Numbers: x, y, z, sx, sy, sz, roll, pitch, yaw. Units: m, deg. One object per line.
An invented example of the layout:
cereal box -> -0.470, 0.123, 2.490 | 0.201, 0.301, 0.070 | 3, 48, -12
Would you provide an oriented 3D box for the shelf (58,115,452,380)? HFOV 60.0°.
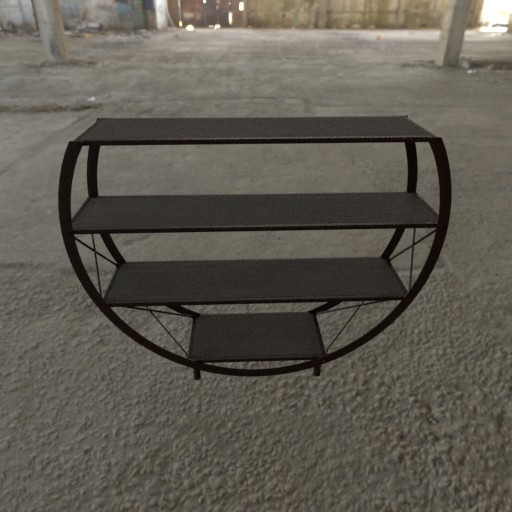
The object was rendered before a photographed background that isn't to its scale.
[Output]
shelf -> 0.000, 0.000, 1.851 | 1.403, 1.063, 0.344 | -1, 29, -2
